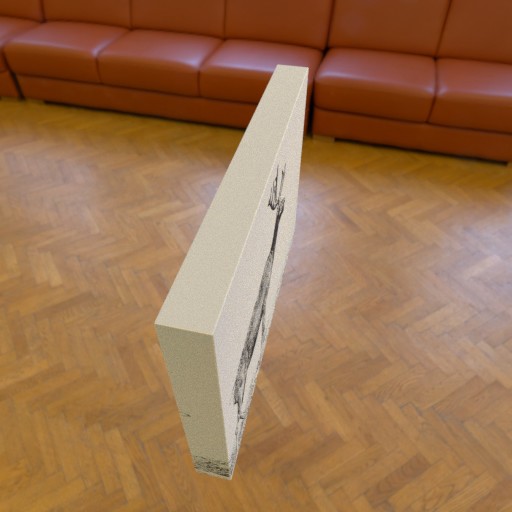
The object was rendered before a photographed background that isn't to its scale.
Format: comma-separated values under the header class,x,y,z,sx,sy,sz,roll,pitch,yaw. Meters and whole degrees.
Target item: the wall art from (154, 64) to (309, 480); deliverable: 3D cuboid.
class,x,y,z,sx,sy,sz,roll,pitch,yaw
wall art,0.000,0.000,0.486,0.038,0.259,0.381,10,47,9
